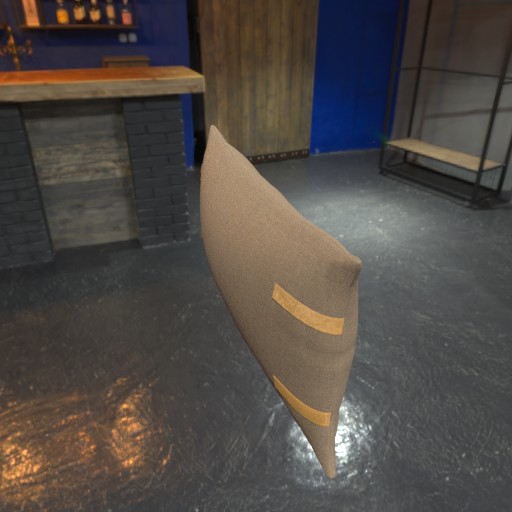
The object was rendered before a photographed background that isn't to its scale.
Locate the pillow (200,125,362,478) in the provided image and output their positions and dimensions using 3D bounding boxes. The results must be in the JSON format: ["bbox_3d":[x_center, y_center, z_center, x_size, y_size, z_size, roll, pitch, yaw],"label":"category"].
[{"bbox_3d":[0.000,0.000,0.724,0.148,0.308,0.612,-9,30,-16],"label":"pillow"}]
